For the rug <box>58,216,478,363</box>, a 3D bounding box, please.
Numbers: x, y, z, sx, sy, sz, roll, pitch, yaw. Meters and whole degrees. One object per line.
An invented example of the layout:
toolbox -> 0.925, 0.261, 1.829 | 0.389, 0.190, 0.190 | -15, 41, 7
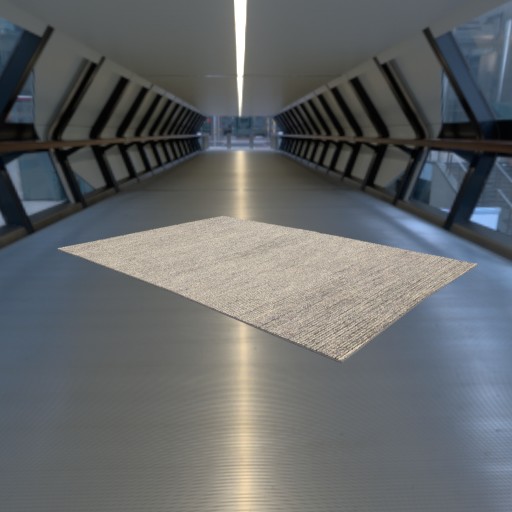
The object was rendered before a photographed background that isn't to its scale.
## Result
rug -> 0.000, 0.000, 2.926 | 2.307, 0.030, 1.604 | 14, 22, 40
